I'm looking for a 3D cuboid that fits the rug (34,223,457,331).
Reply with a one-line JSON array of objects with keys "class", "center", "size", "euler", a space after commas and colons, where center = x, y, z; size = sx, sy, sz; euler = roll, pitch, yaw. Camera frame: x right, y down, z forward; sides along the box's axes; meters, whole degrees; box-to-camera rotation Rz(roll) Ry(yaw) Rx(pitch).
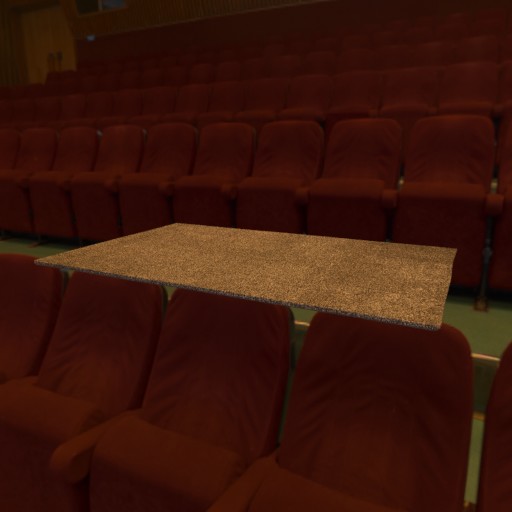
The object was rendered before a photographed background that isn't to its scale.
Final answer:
[{"class": "rug", "center": [0.000, 0.000, 2.899], "size": [2.352, 0.025, 1.501], "euler": [7, 16, 25]}]
